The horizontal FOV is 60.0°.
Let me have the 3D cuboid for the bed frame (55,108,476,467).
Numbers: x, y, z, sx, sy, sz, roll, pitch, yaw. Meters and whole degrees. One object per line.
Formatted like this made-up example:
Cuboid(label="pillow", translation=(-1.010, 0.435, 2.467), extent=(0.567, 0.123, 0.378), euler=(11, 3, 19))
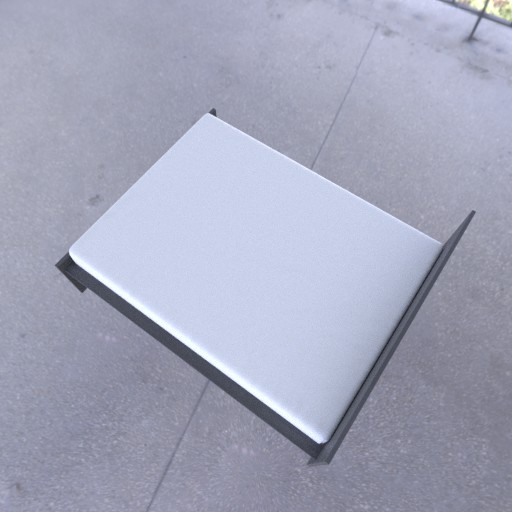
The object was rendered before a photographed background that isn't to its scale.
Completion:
Cuboid(label="bed frame", translation=(0.000, 0.000, 2.873), extent=(1.960, 0.800, 1.622), euler=(33, 68, 15))
